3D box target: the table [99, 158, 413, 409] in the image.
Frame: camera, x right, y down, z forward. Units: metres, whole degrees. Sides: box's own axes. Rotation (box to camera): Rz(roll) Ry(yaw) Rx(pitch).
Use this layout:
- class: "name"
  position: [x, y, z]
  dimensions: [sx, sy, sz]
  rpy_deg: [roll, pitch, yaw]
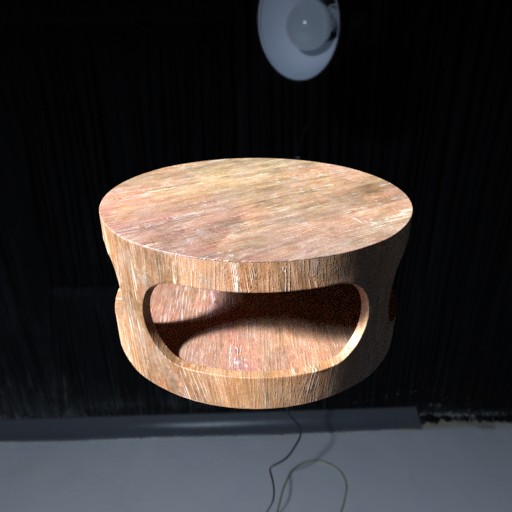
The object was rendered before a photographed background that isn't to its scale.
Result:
- class: "table"
  position: [0.000, 0.000, 1.542]
  dimensions: [0.974, 0.450, 0.974]
  rpy_deg: [0, 26, 0]
